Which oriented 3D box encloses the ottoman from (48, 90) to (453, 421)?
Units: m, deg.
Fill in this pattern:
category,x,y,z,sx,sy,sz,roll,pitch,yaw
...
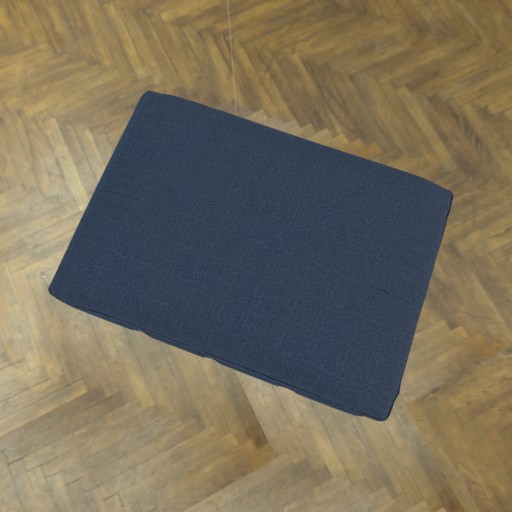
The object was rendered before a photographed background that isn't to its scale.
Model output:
category,x,y,z,sx,sy,sz,roll,pitch,yaw
ottoman,0.000,0.000,1.117,0.767,0.486,0.558,20,77,5
